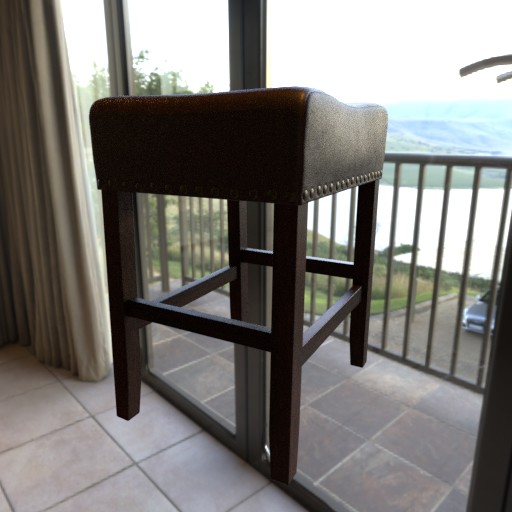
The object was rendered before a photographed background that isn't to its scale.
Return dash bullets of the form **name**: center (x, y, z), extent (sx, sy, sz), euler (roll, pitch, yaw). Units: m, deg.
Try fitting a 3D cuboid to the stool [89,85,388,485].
- **stool**: center (0.000, 0.000, 0.913), extent (0.397, 0.608, 0.465), euler (8, 17, 28)
